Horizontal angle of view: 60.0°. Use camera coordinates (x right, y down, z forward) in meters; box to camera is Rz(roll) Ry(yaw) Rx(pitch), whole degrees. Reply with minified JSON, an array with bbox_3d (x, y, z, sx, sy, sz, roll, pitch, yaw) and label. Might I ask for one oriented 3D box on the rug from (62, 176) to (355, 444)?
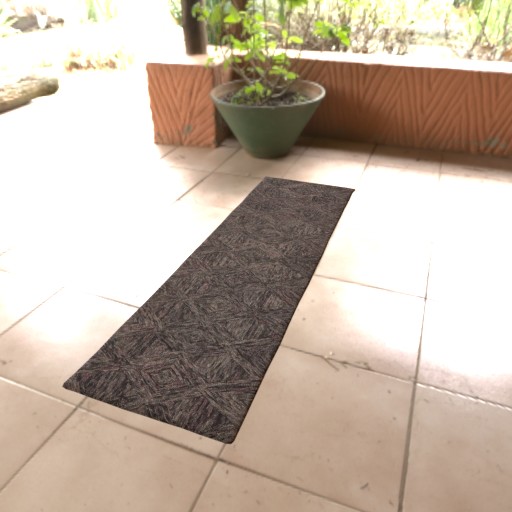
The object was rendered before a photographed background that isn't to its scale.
[{"bbox_3d":[0.000,0.000,2.488,0.719,0.013,2.305,11,33,17],"label":"rug"}]
